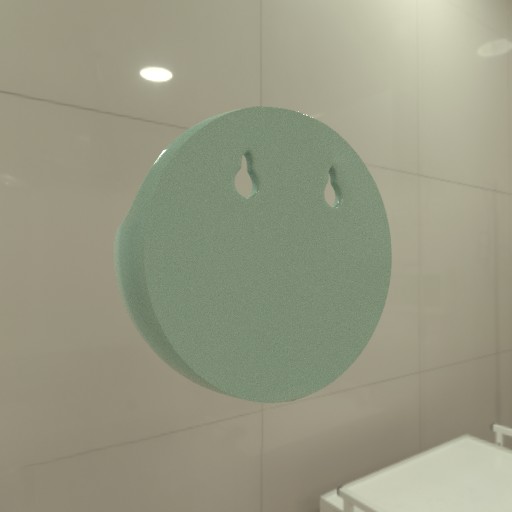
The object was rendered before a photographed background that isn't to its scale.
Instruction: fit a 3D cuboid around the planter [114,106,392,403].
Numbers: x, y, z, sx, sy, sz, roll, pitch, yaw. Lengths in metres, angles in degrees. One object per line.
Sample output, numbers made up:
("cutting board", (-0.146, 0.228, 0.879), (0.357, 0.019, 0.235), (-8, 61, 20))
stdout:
("planter", (0.000, 0.000, 0.278), (0.189, 0.164, 0.073), (1, -1, -36))
